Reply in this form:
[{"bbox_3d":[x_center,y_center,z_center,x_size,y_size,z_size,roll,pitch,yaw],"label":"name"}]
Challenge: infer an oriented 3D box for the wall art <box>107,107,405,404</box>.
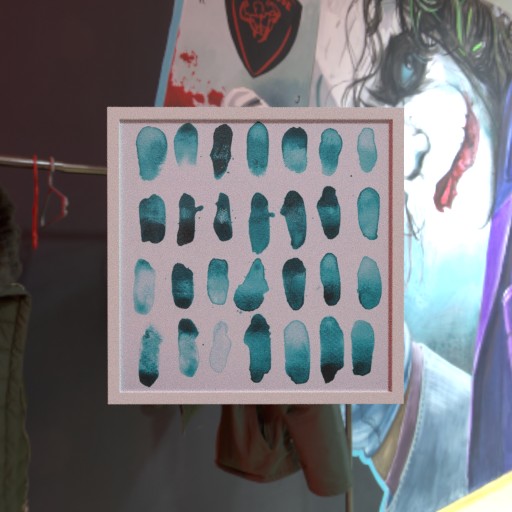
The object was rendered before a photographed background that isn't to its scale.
[{"bbox_3d":[0.000,0.000,0.686,0.456,0.457,0.009,0,0,0],"label":"wall art"}]
